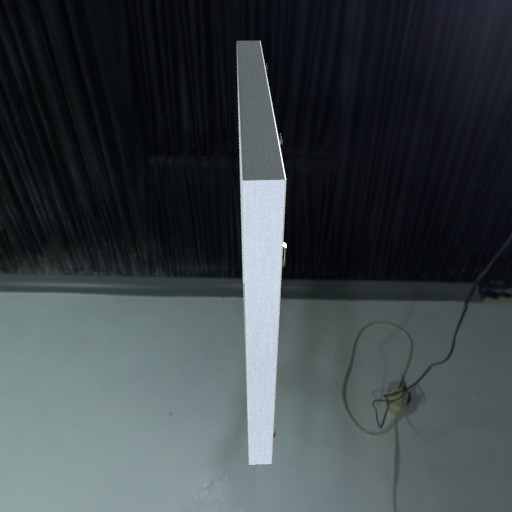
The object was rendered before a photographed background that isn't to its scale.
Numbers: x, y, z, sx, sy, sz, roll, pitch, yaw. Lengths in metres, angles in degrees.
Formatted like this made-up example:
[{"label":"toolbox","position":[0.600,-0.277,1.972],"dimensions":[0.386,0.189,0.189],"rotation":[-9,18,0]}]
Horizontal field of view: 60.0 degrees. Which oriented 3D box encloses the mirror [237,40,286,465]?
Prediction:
[{"label":"mirror","position":[0.000,0.000,0.680],"dimensions":[0.041,0.509,0.406],"rotation":[-2,41,-2]}]
